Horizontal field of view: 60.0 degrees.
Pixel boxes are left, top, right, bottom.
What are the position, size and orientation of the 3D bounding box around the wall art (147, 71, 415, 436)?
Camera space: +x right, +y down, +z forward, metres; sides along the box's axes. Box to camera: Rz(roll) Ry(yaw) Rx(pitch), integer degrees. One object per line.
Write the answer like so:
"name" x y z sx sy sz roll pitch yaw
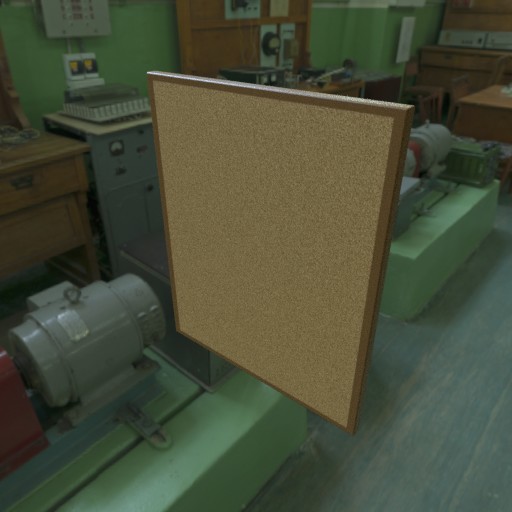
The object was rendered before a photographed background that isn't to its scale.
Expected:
"wall art" 0.000 0.000 0.756 0.449 0.550 0.021 22 37 33
